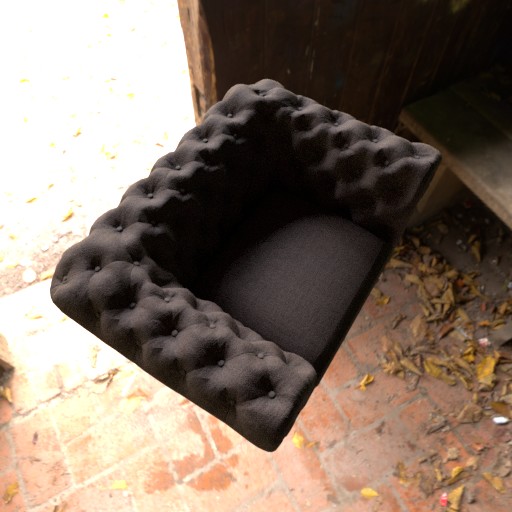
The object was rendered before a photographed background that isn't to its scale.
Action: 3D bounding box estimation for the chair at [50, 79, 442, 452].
[{"bbox_3d":[0.000,0.000,1.839,0.945,0.780,1.298,29,63,16],"label":"chair"}]
